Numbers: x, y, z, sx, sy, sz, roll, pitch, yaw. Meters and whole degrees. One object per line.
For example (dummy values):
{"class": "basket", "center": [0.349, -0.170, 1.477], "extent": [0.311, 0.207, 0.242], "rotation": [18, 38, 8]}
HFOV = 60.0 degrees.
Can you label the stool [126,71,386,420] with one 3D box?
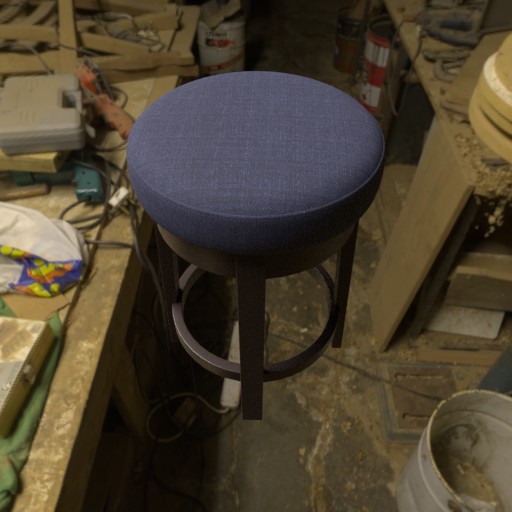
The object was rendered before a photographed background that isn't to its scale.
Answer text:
{"class": "stool", "center": [0.000, 0.000, 0.951], "extent": [0.449, 0.655, 0.449], "rotation": [0, 47, 0]}
